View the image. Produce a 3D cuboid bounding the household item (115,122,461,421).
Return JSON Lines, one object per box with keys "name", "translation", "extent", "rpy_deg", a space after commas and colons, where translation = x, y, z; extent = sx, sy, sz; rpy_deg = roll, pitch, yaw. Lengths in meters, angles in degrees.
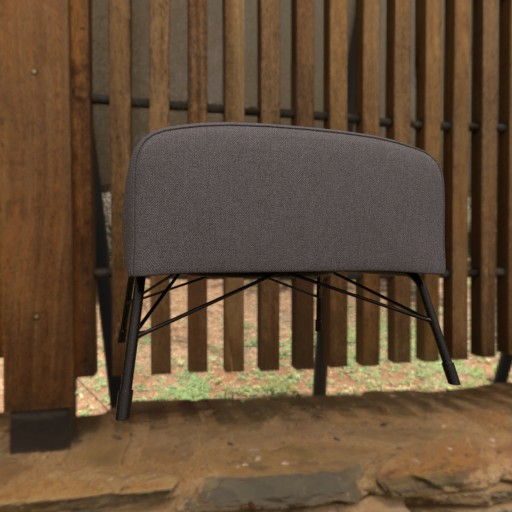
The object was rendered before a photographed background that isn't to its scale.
{"name": "household item", "translation": [0.000, 0.000, 0.882], "extent": [0.530, 0.410, 0.530], "rpy_deg": [0, 0, -17]}
